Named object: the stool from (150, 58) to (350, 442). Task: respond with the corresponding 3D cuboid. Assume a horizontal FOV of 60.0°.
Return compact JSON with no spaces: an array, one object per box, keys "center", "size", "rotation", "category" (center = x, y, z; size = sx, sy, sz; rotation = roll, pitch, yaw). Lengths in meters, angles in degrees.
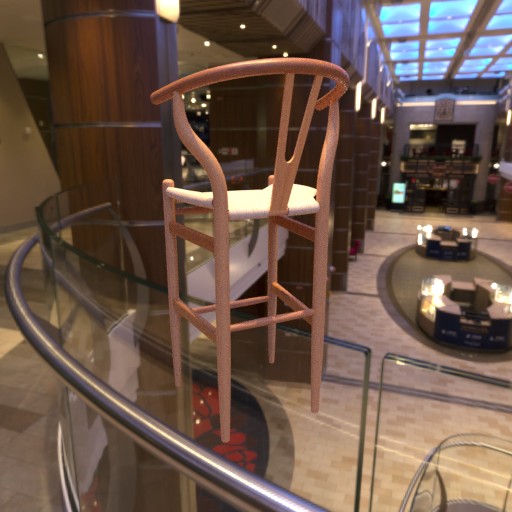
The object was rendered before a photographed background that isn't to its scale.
[{"center":[0.000,0.000,1.391],"size":[0.574,1.068,0.561],"rotation":[-7,16,-26],"category":"stool"}]
